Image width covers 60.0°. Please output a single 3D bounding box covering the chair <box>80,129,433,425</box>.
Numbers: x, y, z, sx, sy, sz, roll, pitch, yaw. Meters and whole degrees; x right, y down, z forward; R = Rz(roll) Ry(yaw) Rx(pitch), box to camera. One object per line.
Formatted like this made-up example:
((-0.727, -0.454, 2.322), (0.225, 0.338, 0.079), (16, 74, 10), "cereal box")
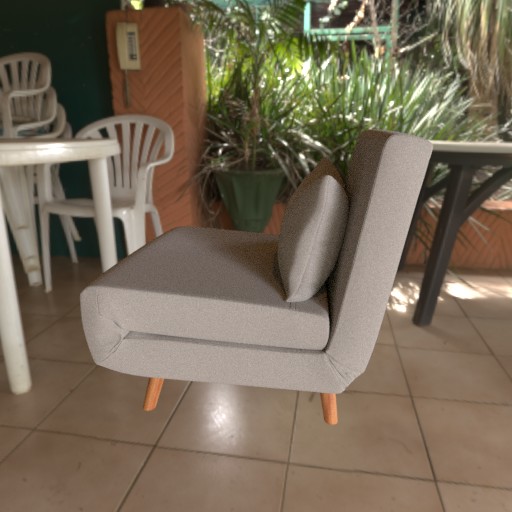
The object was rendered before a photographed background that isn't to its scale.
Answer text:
((0.000, 0.000, 1.469), (0.902, 0.808, 0.770), (2, 16, 8), "chair")
